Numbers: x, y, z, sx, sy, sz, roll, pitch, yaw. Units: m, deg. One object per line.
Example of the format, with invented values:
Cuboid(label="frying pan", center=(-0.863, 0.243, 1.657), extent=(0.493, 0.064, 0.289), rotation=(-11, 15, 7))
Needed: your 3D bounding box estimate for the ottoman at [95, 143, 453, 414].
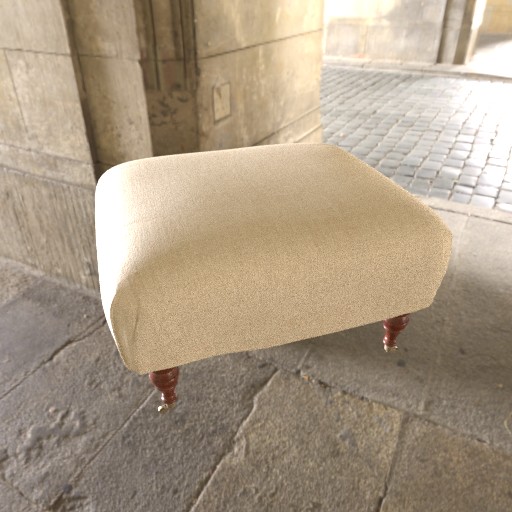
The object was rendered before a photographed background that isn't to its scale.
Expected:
Cuboid(label="ottoman", center=(0.000, 0.000, 1.144), extent=(0.747, 0.450, 0.622), rotation=(-10, 34, -15))
